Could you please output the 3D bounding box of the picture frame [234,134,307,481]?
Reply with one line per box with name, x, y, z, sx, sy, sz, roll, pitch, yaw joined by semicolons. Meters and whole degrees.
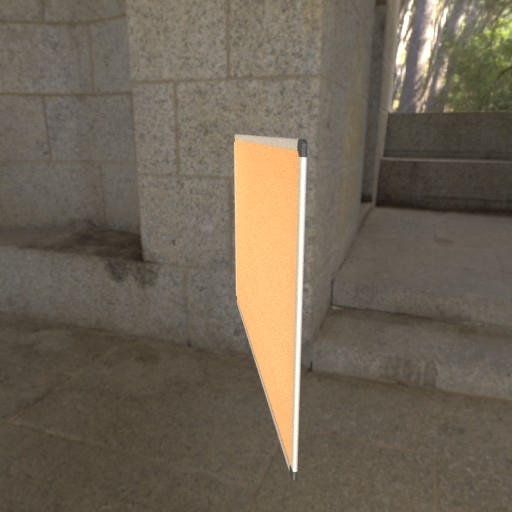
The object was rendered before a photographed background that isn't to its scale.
picture frame;0.000;0.000;1.143;0.010;0.600;0.900;-2;16;-9
